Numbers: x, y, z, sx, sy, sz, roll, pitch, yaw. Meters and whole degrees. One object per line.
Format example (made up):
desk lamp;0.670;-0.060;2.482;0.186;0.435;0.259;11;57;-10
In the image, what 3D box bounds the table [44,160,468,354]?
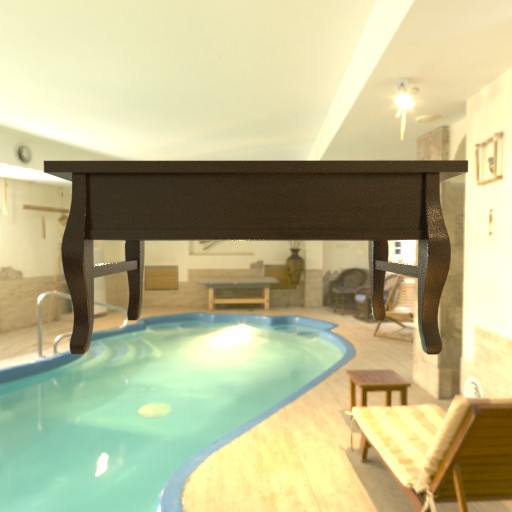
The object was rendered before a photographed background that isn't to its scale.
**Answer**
table;0.000;0.000;1.405;1.062;0.494;0.600;0;2;0
